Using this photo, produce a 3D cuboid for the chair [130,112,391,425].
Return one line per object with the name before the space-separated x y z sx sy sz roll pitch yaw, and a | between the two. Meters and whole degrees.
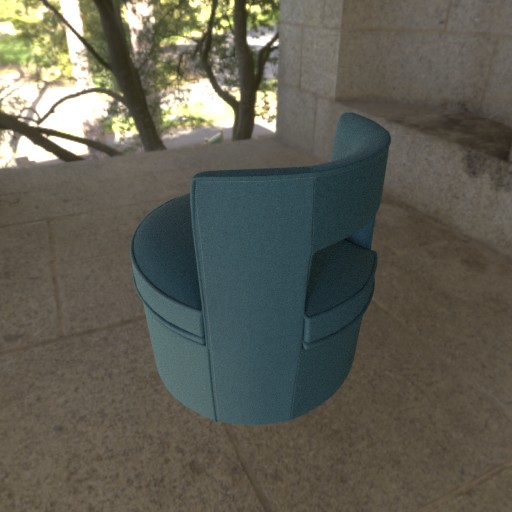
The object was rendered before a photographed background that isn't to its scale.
chair | 0.000 0.000 1.246 0.660 0.711 0.684 20 36 31
